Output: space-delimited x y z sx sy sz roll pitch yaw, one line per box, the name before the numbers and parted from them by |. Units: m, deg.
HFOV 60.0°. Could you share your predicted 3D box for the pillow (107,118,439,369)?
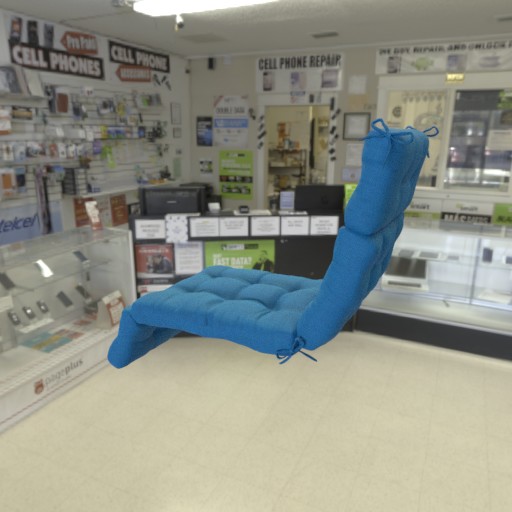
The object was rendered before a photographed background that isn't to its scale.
pillow | 0.000 0.000 1.489 1.016 0.863 0.526 8 18 27
